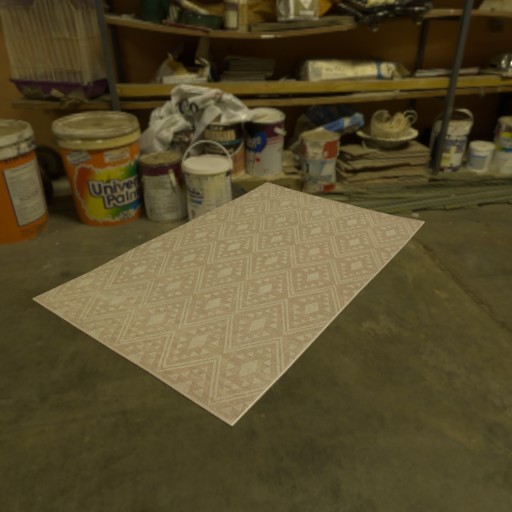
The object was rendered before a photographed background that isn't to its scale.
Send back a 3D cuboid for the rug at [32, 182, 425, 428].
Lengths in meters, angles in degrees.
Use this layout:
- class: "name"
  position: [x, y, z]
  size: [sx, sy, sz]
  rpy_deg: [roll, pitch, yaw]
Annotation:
- class: "rug"
  position: [0.000, 0.000, 3.094]
  size: [1.553, 0.053, 2.430]
  rpy_deg: [20, 35, 31]
